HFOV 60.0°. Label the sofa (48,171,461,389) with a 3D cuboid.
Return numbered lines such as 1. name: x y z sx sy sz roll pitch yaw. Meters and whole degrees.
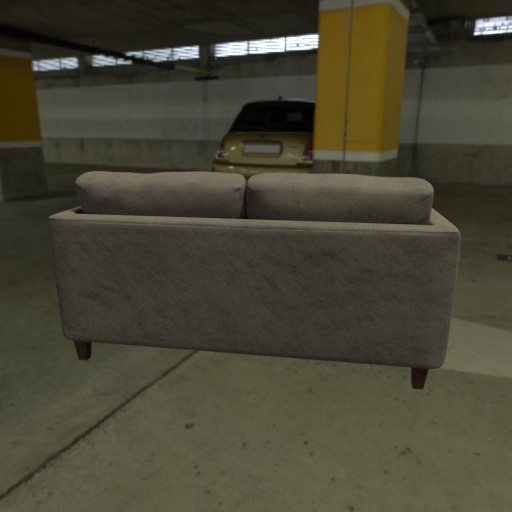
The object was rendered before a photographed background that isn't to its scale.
1. sofa: 0.000 0.000 2.459 1.884 0.963 0.950 3 16 9
